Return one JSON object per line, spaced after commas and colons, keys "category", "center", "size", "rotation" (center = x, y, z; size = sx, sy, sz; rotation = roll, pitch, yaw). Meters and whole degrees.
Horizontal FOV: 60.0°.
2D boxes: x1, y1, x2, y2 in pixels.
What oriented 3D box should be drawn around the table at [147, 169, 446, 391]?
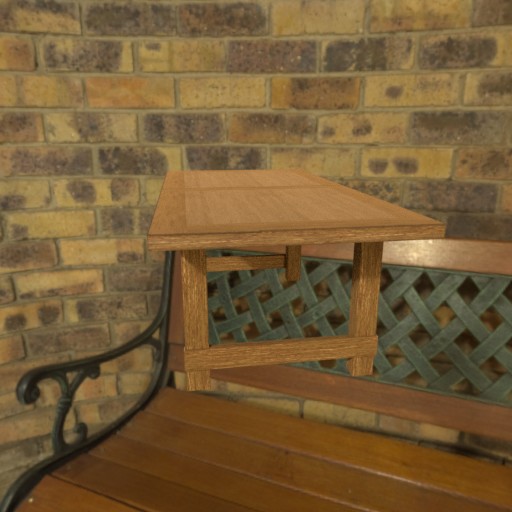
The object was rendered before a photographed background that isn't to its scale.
{"category": "table", "center": [0.000, 0.000, 2.482], "size": [1.000, 0.762, 1.982], "rotation": [-3, 17, -9]}
